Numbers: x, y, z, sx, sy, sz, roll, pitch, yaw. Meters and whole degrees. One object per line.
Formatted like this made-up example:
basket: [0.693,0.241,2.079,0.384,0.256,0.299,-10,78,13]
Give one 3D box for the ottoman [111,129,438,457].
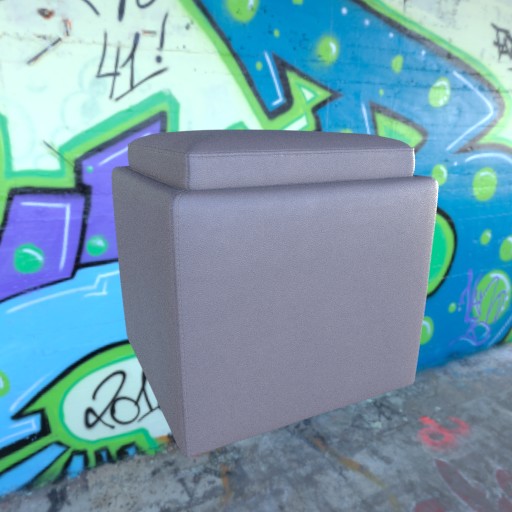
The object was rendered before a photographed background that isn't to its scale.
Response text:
ottoman: [0.000,0.000,0.838,0.450,0.460,0.451,-8,18,-25]
